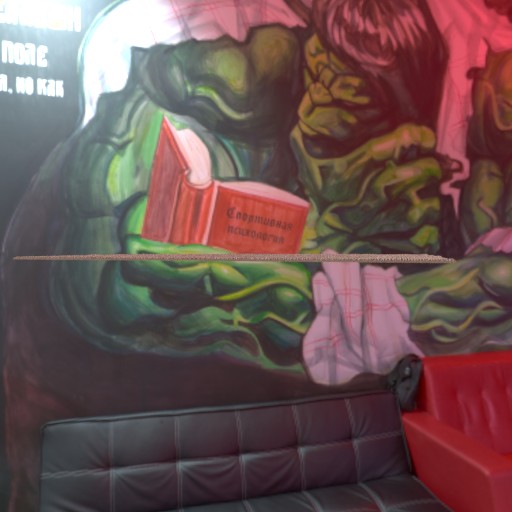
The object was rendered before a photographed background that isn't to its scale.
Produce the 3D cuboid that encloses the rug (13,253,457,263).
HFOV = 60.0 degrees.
[{"bbox_3d":[0.000,0.000,3.998,3.052,0.030,2.429,0,1,18],"label":"rug"}]
